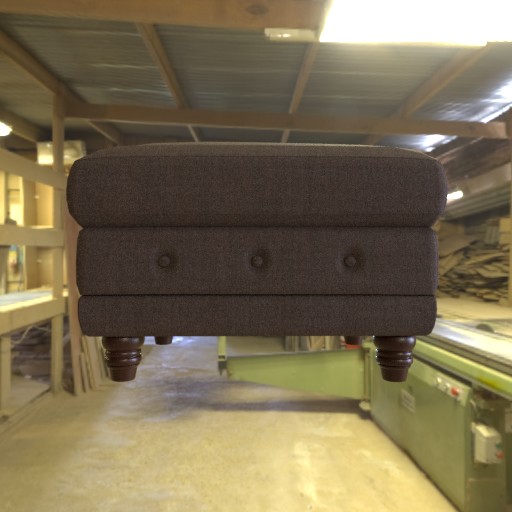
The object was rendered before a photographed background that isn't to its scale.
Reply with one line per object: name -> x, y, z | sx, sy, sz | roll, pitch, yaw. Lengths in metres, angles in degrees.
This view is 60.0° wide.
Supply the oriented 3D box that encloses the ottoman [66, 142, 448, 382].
ottoman -> 0.000, 0.000, 1.208 | 0.809, 0.555, 0.599 | 0, -1, 0
